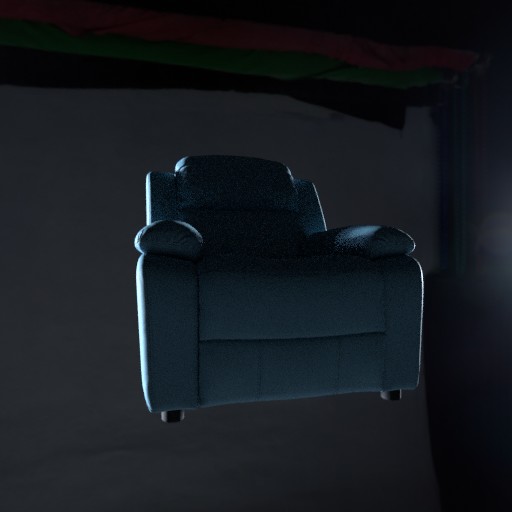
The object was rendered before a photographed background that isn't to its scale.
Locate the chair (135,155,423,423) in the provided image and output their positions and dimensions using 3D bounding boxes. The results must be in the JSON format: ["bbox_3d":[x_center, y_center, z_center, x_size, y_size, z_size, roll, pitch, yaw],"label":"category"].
[{"bbox_3d":[0.000,0.000,1.278,0.680,0.702,0.709,0,-1,-16],"label":"chair"}]
